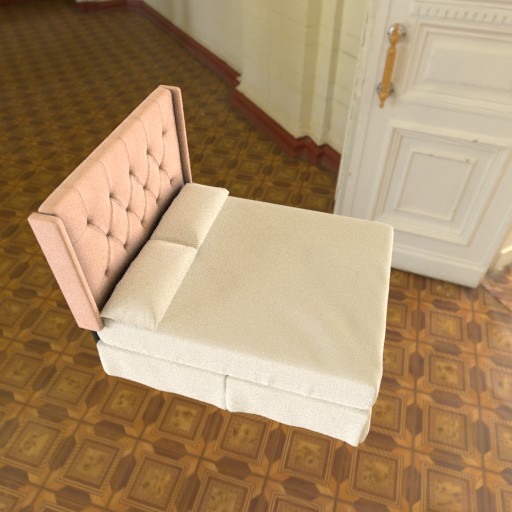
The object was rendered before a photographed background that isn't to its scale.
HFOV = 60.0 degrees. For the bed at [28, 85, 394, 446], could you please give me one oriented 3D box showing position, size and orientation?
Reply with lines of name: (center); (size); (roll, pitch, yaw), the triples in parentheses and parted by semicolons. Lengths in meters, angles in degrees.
bed: (0.000, 0.000, 3.296); (2.066, 1.665, 1.719); (11, 46, 11)
